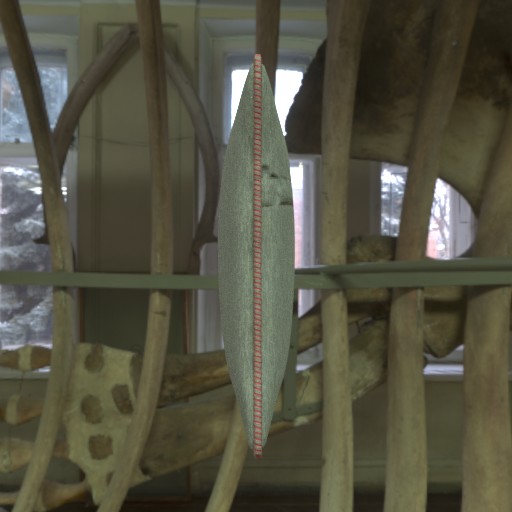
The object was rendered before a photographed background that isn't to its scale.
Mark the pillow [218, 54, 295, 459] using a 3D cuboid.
[{"bbox_3d":[0.000,0.000,0.751,0.124,0.491,0.482,0,-1,-1],"label":"pillow"}]
